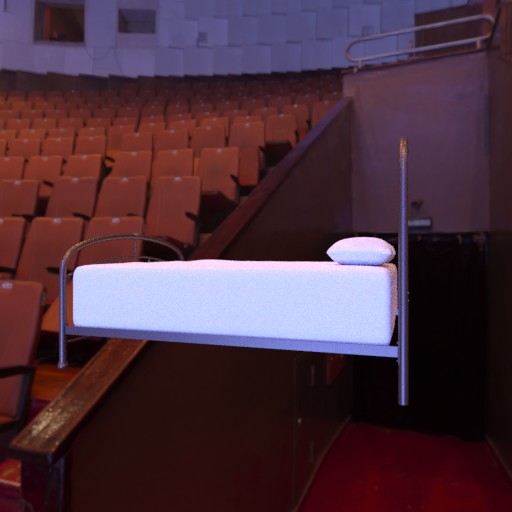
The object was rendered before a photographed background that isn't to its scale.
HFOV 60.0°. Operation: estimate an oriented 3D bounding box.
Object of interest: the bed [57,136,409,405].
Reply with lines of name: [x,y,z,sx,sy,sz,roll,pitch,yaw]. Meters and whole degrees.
bed: [0.000,0.000,3.332,2.168,1.475,1.711,0,0,19]
